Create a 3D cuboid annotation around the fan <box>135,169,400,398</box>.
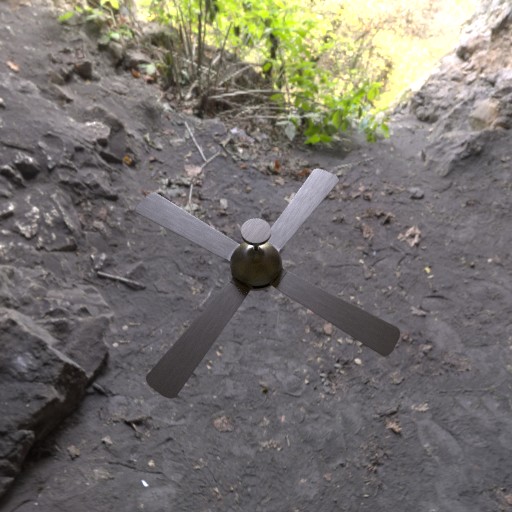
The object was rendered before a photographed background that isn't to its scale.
[{"bbox_3d":[0.000,0.000,1.963,1.321,0.381,1.321,-31,62,-18],"label":"fan"}]
